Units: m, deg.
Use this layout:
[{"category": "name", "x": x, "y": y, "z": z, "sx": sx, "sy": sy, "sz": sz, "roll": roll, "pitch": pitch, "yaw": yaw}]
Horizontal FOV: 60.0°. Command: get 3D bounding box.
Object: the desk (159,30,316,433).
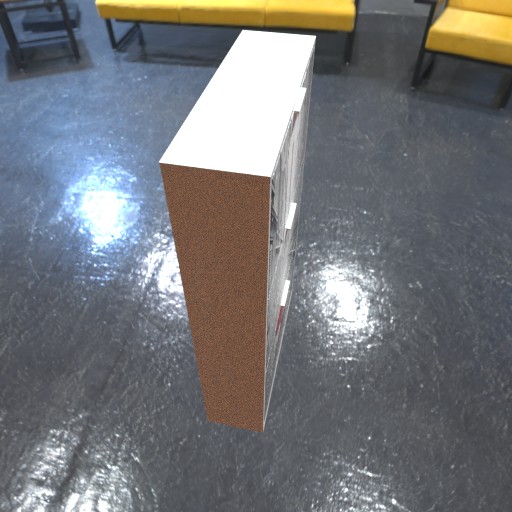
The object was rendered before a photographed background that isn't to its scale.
[{"category": "desk", "x": 0.000, "y": 0.000, "z": 1.617, "sx": 0.250, "sy": 1.280, "sz": 0.750, "roll": 9, "pitch": 47, "yaw": 8}]
